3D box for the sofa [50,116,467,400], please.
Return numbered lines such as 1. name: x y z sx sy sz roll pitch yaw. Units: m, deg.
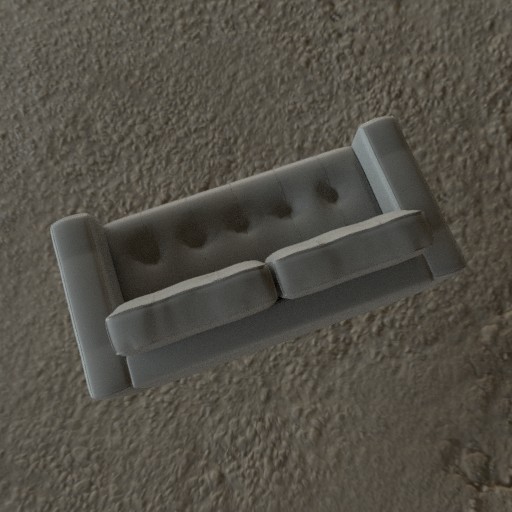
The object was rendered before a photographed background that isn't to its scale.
1. sofa: 0.000 0.000 2.143 1.726 0.893 0.833 -19 76 -5
